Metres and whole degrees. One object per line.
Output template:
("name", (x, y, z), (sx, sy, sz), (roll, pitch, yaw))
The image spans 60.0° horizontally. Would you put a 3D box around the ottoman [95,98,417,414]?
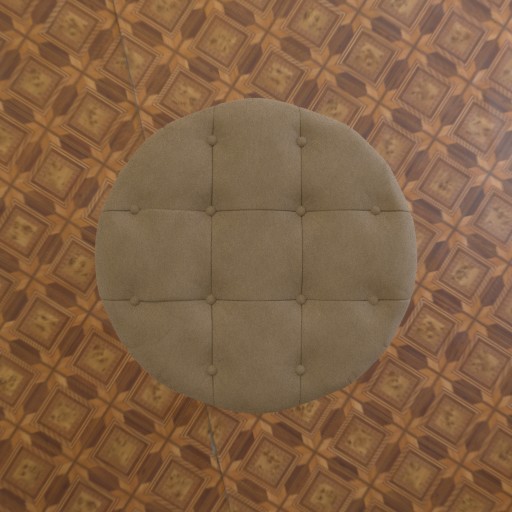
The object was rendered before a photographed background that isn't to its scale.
("ottoman", (0.000, 0.000, 1.390), (0.901, 0.439, 0.901), (0, 90, -1))
